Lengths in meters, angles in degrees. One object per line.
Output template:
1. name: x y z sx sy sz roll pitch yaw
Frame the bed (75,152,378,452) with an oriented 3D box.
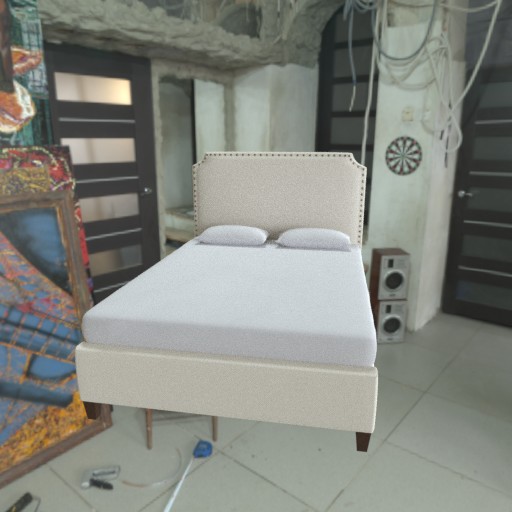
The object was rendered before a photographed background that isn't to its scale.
1. bed: 0.000 0.000 3.413 1.712 1.497 2.372 3 15 10
